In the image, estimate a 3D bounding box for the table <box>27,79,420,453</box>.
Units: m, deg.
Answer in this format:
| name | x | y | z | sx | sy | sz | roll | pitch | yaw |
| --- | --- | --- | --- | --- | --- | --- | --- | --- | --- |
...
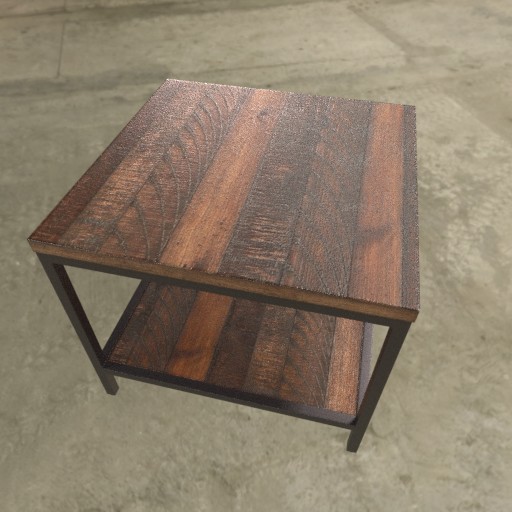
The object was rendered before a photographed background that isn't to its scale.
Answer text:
| name | x | y | z | sx | sy | sz | roll | pitch | yaw |
| --- | --- | --- | --- | --- | --- | --- | --- | --- | --- |
| table | 0.000 | 0.000 | 0.955 | 0.553 | 0.482 | 0.548 | 10 | 47 | 9 |
